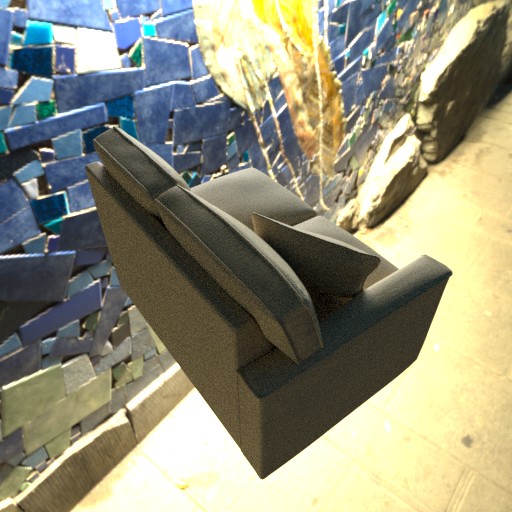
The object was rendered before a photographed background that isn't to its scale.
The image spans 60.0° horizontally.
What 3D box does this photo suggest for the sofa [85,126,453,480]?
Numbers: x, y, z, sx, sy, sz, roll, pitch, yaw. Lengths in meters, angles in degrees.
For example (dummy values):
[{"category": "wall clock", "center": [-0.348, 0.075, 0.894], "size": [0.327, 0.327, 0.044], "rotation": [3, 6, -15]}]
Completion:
[{"category": "sofa", "center": [0.000, 0.000, 2.070], "size": [0.991, 0.989, 1.388], "rotation": [-26, 47, -27]}]
